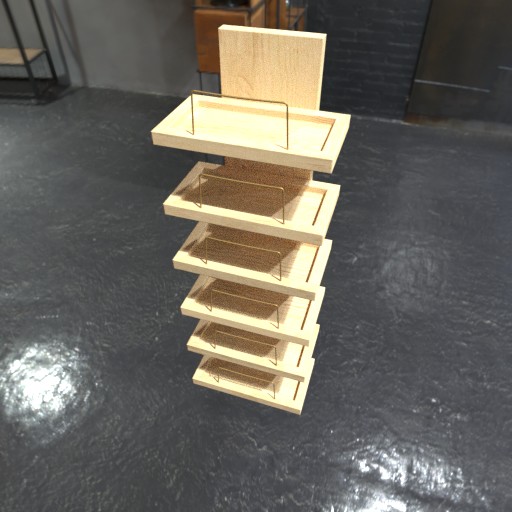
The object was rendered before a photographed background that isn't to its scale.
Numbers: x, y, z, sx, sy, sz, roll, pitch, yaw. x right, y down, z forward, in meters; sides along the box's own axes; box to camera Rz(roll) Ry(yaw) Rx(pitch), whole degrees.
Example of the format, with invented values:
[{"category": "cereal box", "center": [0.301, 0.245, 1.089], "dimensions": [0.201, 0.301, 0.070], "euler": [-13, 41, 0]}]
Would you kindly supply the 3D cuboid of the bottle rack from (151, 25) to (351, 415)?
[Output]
[{"category": "bottle rack", "center": [0.000, 0.000, 1.056], "dimensions": [0.330, 0.943, 0.206], "euler": [12, 43, 13]}]
